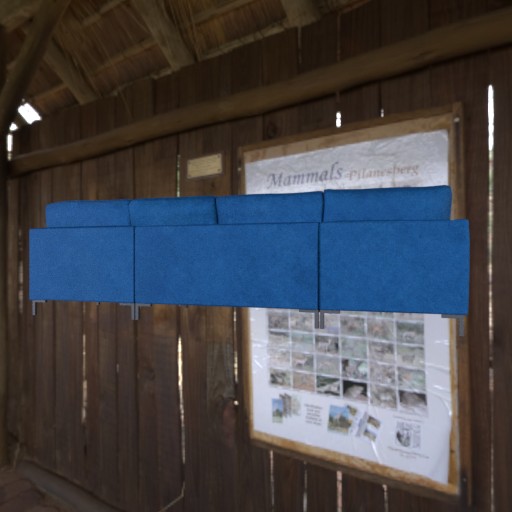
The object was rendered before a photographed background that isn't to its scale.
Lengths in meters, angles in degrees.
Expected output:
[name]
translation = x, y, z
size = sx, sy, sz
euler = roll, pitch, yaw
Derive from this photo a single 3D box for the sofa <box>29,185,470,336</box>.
[sofa]
translation = 0.000, 0.000, 4.209
size = 3.434, 0.992, 2.055
euler = 0, 0, 18
